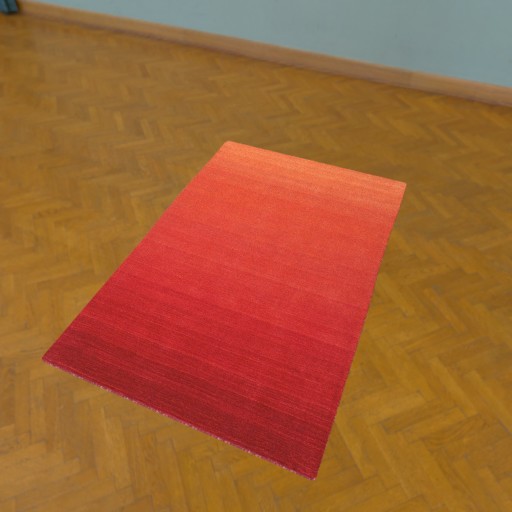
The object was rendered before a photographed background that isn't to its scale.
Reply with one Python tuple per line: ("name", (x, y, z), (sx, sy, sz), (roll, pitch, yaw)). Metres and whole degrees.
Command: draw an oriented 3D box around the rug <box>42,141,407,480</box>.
("rug", (0.000, 0.000, 2.293), (1.230, 0.018, 1.835), (17, 49, 16))
